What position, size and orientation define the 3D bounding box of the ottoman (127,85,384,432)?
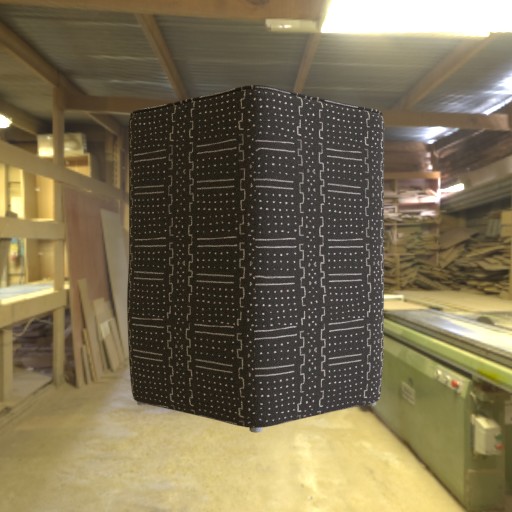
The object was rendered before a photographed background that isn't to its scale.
[{"bbox_3d":[0.000,0.000,0.863,0.443,0.502,0.494,0,0,0],"label":"ottoman"}]
